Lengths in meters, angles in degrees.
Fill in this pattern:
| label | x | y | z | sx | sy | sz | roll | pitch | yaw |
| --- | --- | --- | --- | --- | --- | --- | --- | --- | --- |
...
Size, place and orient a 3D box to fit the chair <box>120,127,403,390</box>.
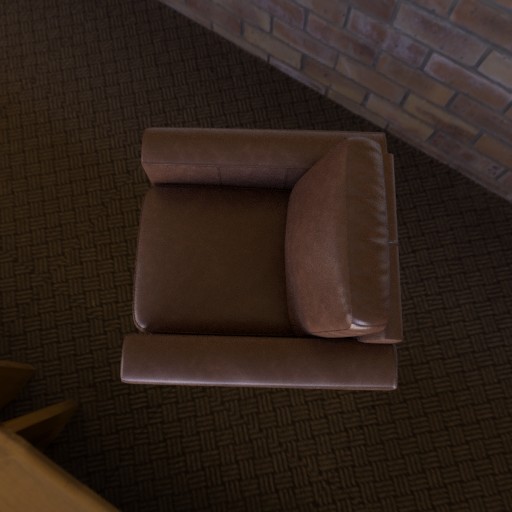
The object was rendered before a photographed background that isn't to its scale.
| label | x | y | z | sx | sy | sz | roll | pitch | yaw |
| --- | --- | --- | --- | --- | --- | --- | --- | --- | --- |
| chair | 0.000 | 0.000 | 1.785 | 1.016 | 0.873 | 1.005 | 1 | 76 | 0 |
